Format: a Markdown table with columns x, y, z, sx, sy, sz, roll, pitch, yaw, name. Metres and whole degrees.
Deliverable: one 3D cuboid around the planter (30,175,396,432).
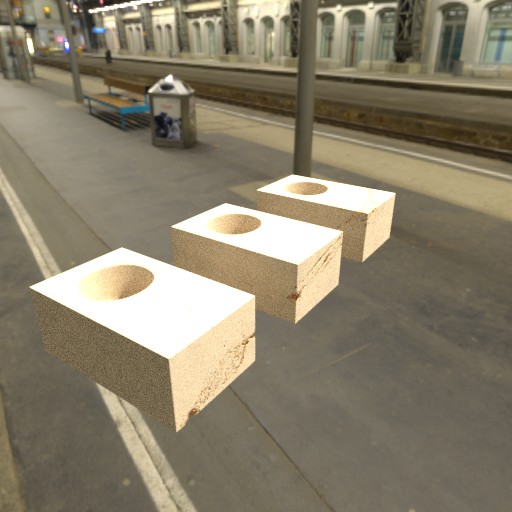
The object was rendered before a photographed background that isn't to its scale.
| x | y | z | sx | sy | sz | roll | pitch | yaw | name |
| --- | --- | --- | --- | --- | --- | --- | --- | --- | --- |
| 0.000 | 0.000 | 0.389 | 0.127 | 0.051 | 0.333 | 17 | 30 | 31 | planter |
